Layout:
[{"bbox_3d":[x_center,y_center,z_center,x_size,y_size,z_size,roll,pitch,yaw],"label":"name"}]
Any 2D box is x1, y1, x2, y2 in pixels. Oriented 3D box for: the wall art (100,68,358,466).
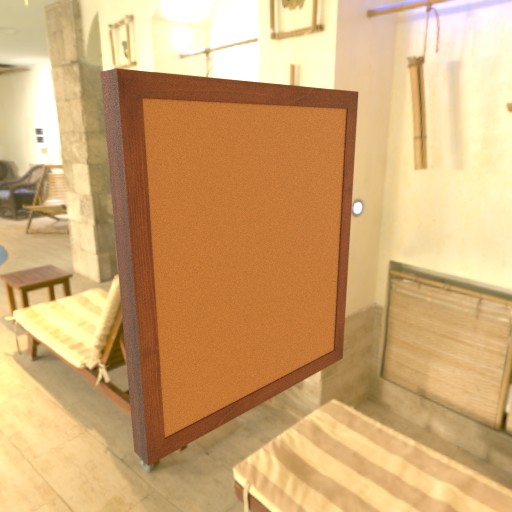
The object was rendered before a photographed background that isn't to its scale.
[{"bbox_3d":[0.000,0.000,0.524,0.330,0.381,0.030,-14,21,-41],"label":"wall art"}]
